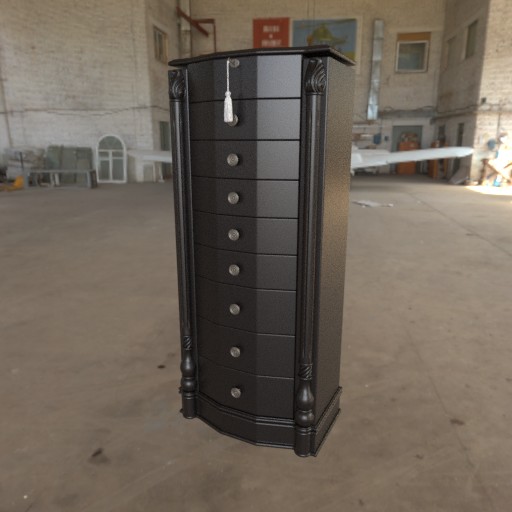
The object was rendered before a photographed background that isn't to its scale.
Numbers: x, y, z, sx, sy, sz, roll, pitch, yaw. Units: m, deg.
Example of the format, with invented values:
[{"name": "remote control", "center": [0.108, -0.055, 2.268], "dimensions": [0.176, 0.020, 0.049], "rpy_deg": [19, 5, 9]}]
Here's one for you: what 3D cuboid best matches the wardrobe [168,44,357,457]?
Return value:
[{"name": "wardrobe", "center": [0.000, 0.000, 1.218], "dimensions": [0.444, 1.011, 0.295], "rpy_deg": [7, 16, 26]}]
